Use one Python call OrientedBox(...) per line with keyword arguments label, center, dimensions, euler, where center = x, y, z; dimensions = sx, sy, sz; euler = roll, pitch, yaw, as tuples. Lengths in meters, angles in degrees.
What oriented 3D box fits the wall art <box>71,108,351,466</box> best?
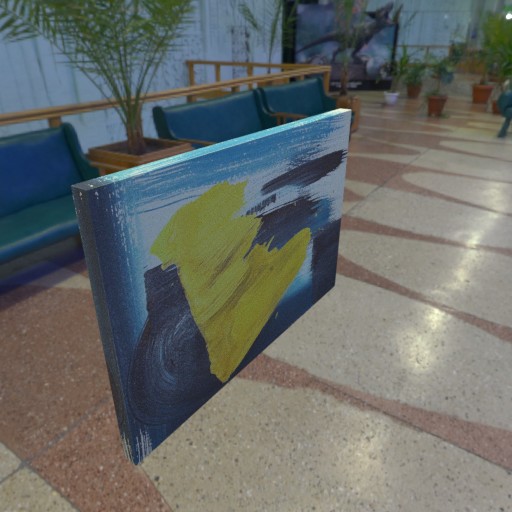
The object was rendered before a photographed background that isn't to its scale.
OrientedBox(label="wall art", center=(0.000, 0.000, 1.137), dimensions=(0.039, 0.610, 0.914), euler=(18, 32, 32))
